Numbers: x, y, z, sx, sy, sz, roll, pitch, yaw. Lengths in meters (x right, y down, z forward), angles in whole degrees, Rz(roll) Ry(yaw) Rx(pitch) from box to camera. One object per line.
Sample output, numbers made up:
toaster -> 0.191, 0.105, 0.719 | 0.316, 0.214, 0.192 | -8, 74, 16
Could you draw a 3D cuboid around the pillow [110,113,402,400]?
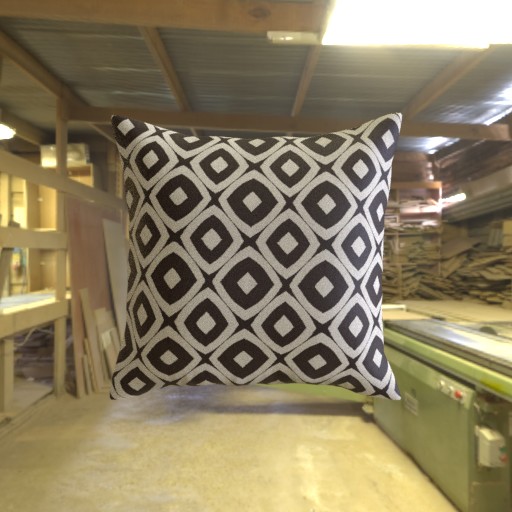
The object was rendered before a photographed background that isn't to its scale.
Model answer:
pillow -> 0.000, 0.000, 0.766 | 0.504, 0.494, 0.188 | 0, -1, 1
